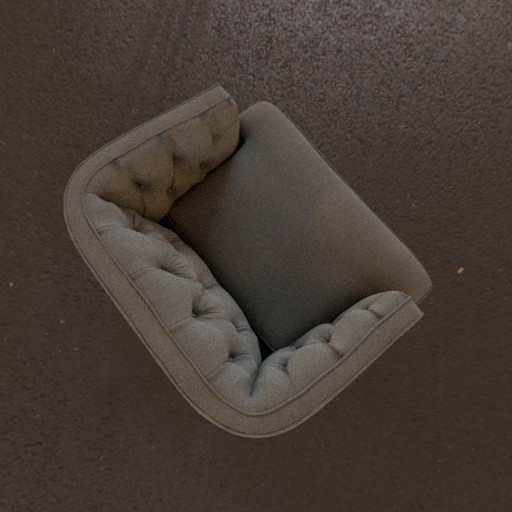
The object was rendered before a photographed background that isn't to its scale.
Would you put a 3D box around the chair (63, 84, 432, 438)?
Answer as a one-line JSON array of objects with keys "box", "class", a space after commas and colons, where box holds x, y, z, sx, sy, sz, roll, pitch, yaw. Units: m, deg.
[{"box": [0.000, 0.000, 1.716, 0.945, 0.852, 1.094, -38, 79, -9], "class": "chair"}]
